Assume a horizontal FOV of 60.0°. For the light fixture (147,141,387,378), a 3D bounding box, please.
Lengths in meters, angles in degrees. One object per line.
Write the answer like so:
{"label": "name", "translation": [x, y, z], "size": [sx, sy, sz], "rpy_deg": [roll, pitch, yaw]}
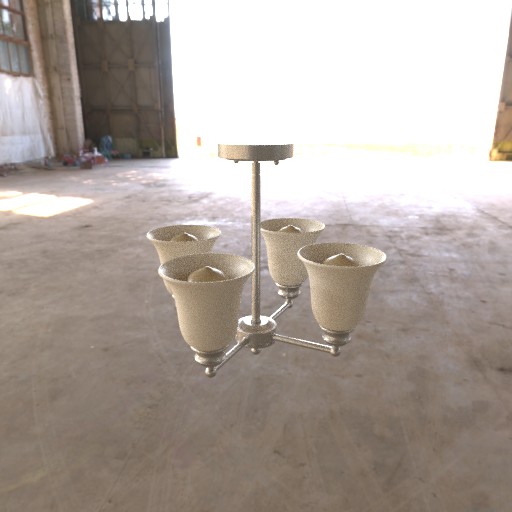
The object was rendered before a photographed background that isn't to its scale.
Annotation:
{"label": "light fixture", "translation": [0.000, 0.000, 0.747], "size": [0.427, 0.370, 0.427], "rpy_deg": [8, 19, 26]}
